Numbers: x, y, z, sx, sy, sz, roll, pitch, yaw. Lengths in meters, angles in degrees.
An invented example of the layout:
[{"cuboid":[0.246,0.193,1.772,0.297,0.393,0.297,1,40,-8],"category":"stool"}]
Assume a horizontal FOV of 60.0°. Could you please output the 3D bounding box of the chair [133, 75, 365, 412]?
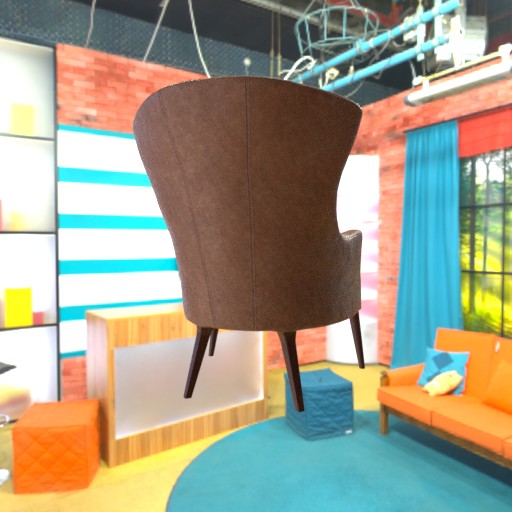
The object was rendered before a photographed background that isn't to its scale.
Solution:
[{"cuboid":[0.000,0.000,1.754,0.846,1.067,0.955,1,2,18],"category":"chair"}]
